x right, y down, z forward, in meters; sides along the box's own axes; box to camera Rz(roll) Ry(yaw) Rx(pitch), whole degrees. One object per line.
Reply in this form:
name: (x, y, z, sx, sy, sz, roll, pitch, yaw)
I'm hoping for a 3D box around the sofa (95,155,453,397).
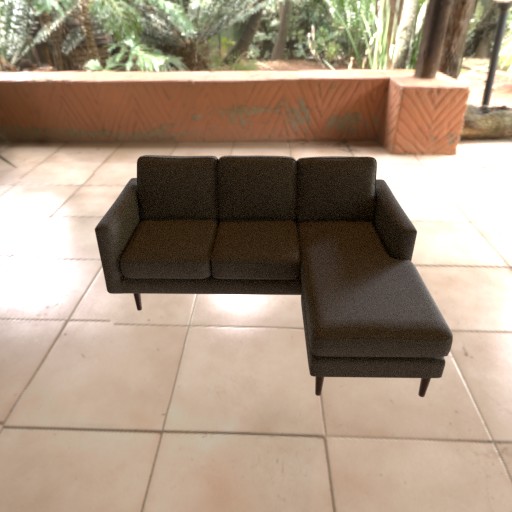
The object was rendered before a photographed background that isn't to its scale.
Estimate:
sofa: (0.000, 0.000, 2.956, 2.055, 0.957, 1.667, 0, 31, 1)
